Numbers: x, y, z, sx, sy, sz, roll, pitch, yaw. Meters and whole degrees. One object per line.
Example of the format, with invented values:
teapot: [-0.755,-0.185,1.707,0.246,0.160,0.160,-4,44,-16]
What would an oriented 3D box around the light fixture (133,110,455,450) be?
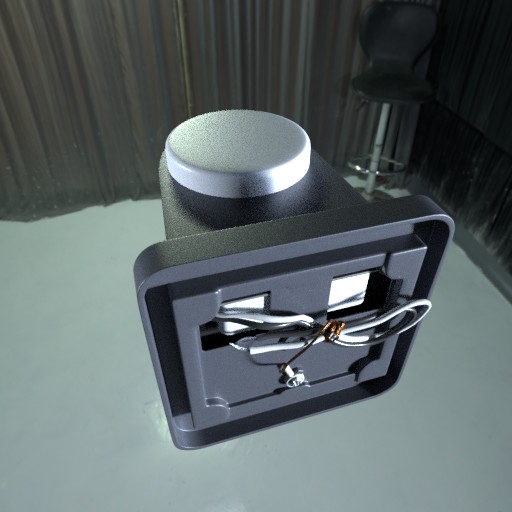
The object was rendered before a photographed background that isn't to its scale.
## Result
light fixture: [0.000,0.000,0.212,0.109,0.109,0.132,-11,42,-13]
